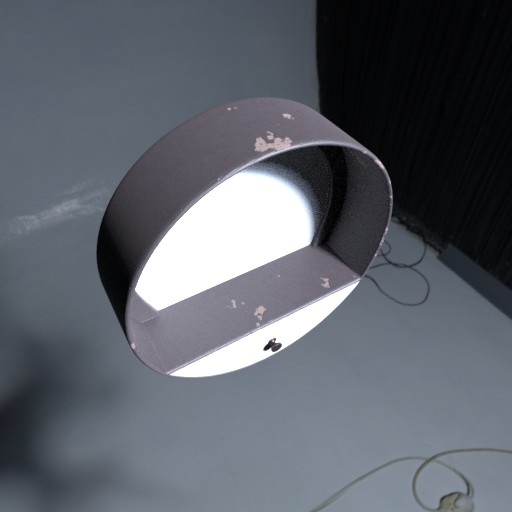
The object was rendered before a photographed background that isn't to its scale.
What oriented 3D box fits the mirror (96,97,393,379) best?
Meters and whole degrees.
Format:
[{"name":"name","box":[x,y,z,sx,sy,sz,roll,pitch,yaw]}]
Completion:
[{"name":"mirror","box":[0.000,0.000,0.594,0.386,0.386,0.126,-23,51,-20]}]
